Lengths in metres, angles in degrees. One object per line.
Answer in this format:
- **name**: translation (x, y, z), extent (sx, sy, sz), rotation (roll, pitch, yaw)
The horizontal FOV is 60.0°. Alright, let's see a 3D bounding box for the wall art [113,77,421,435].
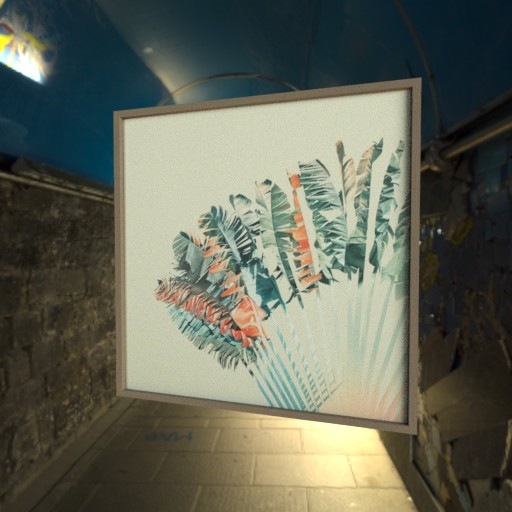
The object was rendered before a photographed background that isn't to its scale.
- **wall art**: translation (0.000, 0.000, 0.442), extent (0.304, 0.303, 0.038), rotation (1, 2, 19)
